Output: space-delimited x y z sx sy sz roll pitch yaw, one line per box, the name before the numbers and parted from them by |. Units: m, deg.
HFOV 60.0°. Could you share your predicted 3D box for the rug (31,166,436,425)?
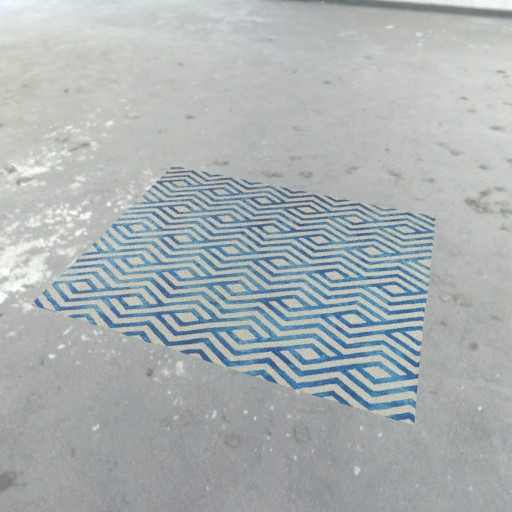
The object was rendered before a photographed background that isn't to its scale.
rug | 0.000 0.000 4.113 3.059 0.008 2.453 13 42 15
